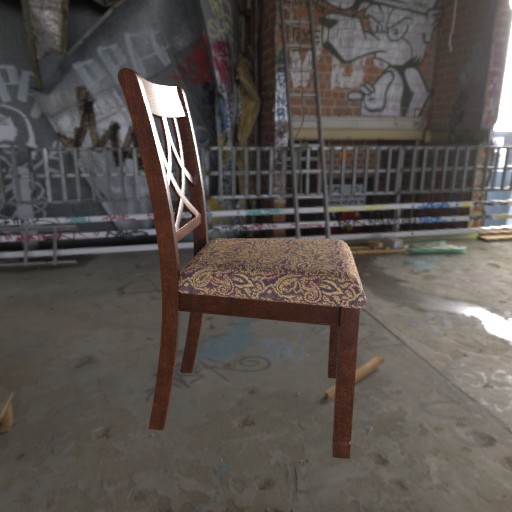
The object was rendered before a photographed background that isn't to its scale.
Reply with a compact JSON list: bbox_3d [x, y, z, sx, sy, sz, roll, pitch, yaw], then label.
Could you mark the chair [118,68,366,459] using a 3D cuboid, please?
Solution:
[{"bbox_3d":[0.000,0.000,1.277,0.584,0.965,0.457,2,16,7],"label":"chair"}]
